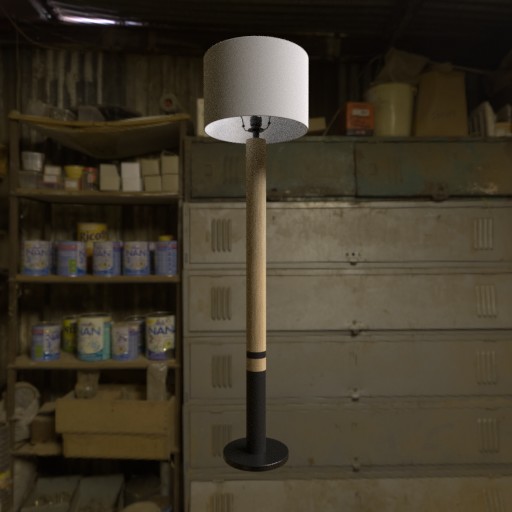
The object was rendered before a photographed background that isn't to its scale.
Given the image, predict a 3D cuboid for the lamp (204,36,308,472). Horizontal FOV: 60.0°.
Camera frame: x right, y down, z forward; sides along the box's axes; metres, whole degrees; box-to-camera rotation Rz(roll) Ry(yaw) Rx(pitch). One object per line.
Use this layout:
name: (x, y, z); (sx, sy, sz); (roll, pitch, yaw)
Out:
lamp: (0.000, 0.000, 1.634); (0.381, 1.478, 0.381); (0, 1, 0)
